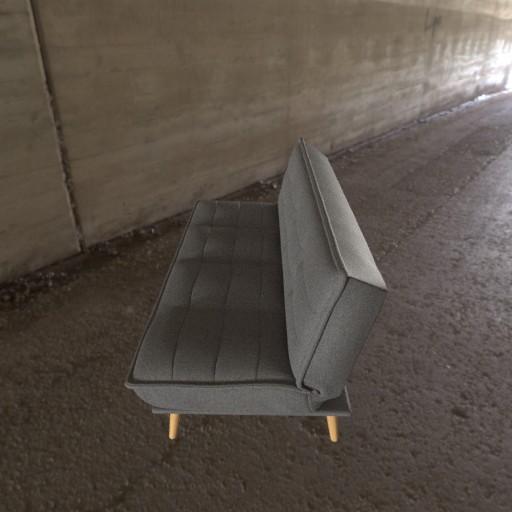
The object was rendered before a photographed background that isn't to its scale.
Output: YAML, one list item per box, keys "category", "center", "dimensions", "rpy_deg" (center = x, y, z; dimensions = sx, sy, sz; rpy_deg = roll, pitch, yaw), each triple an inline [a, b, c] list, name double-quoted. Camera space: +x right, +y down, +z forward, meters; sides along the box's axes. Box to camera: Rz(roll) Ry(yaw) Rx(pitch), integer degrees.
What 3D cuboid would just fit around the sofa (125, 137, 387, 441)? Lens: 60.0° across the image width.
- category: "sofa"
  center: [0.000, 0.000, 2.457]
  dimensions: [0.950, 0.890, 1.940]
  rpy_deg: [1, 28, 1]
